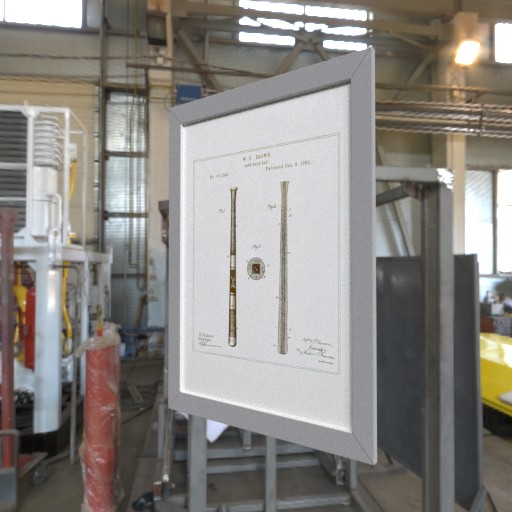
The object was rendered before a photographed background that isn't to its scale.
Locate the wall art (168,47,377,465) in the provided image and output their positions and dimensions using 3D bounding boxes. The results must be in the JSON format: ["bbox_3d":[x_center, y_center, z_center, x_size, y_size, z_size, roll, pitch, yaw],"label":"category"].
[{"bbox_3d":[0.000,0.000,0.674,0.374,0.529,0.012,-1,-1,36],"label":"wall art"}]
